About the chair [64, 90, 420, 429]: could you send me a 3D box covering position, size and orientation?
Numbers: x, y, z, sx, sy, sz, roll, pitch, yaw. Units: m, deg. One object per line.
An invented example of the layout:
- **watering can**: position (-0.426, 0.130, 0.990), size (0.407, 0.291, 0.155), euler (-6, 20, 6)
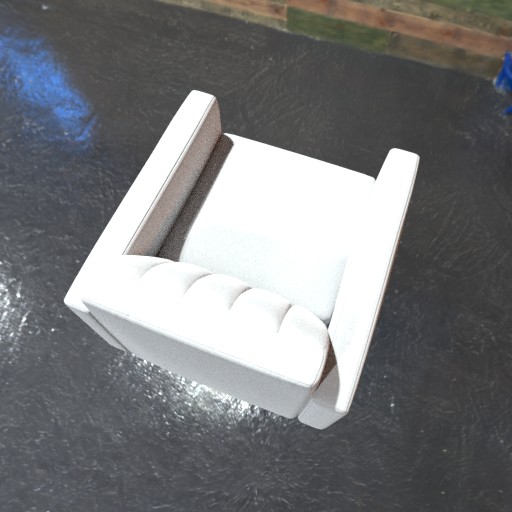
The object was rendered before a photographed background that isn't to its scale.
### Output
- **chair**: position (0.000, 0.000, 1.681), size (0.953, 0.819, 0.998), euler (19, 65, 9)
